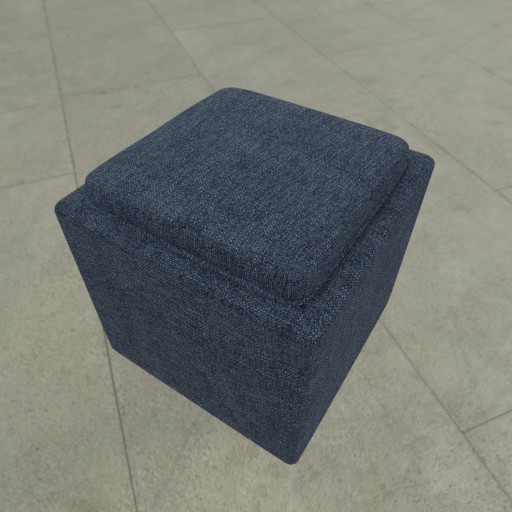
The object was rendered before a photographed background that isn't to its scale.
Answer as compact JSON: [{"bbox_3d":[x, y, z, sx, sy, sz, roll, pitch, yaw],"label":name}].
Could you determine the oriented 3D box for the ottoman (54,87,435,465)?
[{"bbox_3d":[0.000,0.000,0.828,0.450,0.460,0.450,25,51,22],"label":"ottoman"}]
